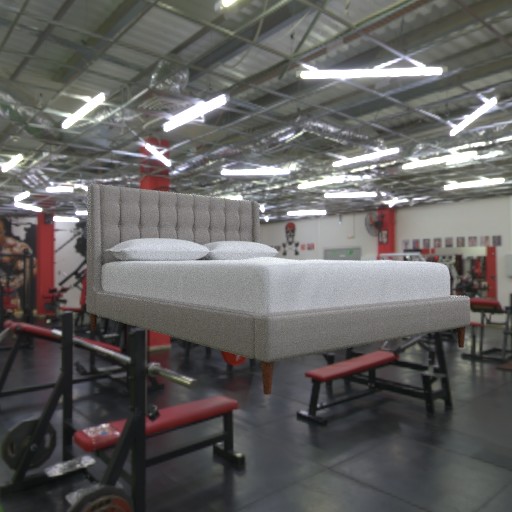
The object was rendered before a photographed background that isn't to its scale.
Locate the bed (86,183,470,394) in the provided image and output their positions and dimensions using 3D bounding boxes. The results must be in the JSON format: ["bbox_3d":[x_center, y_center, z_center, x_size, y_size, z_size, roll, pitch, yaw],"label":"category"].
[{"bbox_3d":[0.000,0.000,3.121,1.656,1.147,2.232,1,-1,-38],"label":"bed"}]
